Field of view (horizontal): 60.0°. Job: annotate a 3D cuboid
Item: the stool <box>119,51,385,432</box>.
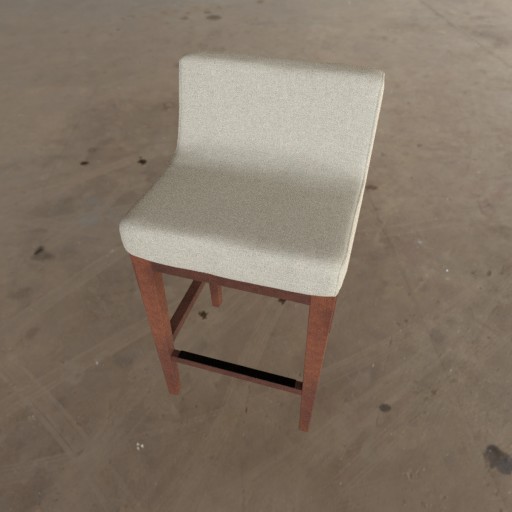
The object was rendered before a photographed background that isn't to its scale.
[{"bbox_3d":[0.000,0.000,1.240,0.511,0.937,0.500,11,43,12],"label":"stool"}]
